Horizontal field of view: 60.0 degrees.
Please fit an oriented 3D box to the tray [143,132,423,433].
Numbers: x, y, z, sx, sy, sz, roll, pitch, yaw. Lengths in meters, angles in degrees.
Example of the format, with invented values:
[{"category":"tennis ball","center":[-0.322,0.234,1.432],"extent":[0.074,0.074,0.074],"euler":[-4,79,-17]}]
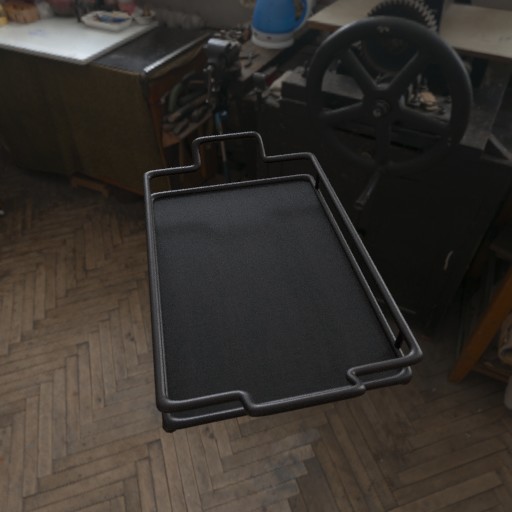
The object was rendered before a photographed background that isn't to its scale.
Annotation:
[{"category":"tray","center":[0.000,0.000,0.620],"extent":[0.297,0.101,0.495],"euler":[-9,46,-8]}]
